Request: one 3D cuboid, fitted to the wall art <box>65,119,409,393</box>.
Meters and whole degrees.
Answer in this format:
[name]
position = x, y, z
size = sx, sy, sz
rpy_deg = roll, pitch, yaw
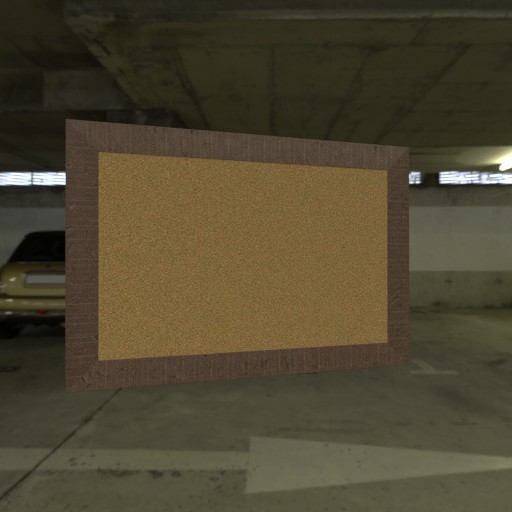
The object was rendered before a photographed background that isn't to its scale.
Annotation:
[wall art]
position = 0.000, 0.000, 1.156
size = 0.917, 0.626, 0.019
rpy_deg = 0, 0, -17
